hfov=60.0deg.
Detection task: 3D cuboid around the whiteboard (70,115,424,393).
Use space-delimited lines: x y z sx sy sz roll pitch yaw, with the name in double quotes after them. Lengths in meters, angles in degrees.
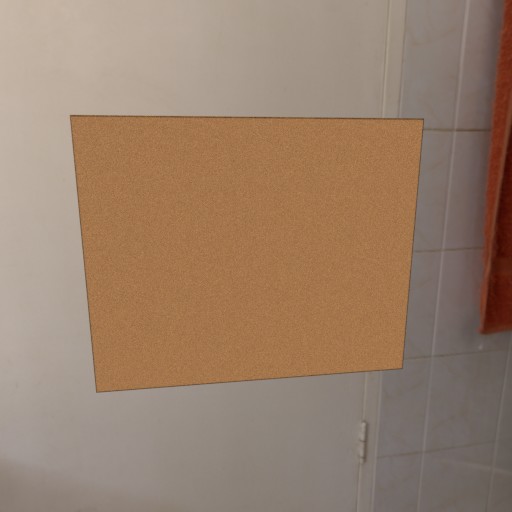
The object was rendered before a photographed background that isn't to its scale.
0.000 0.000 0.764 0.561 0.457 0.029 -2 14 -8 "whiteboard"
